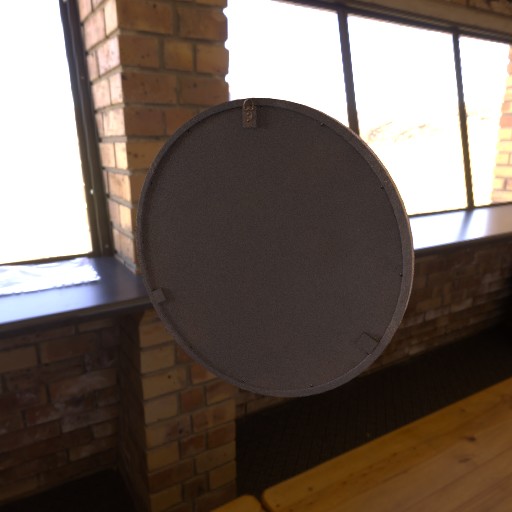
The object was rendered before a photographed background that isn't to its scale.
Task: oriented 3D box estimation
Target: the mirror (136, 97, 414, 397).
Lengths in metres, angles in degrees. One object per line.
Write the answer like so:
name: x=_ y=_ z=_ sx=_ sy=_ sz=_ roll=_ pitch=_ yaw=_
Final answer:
mirror: x=0.000 y=0.000 z=1.054 sx=0.710 sy=0.710 sz=0.038 roll=7 pitch=16 yaw=26
